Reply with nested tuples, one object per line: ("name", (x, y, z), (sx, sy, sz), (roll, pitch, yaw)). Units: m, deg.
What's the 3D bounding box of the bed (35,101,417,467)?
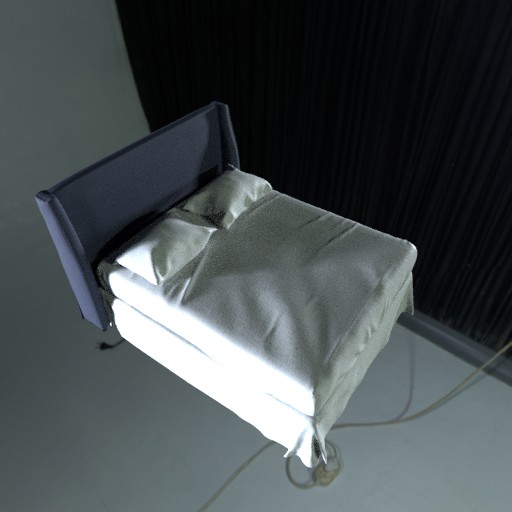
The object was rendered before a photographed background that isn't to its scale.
("bed", (0.000, 0.000, 3.441), (2.276, 1.332, 1.925), (25, 48, 26))
